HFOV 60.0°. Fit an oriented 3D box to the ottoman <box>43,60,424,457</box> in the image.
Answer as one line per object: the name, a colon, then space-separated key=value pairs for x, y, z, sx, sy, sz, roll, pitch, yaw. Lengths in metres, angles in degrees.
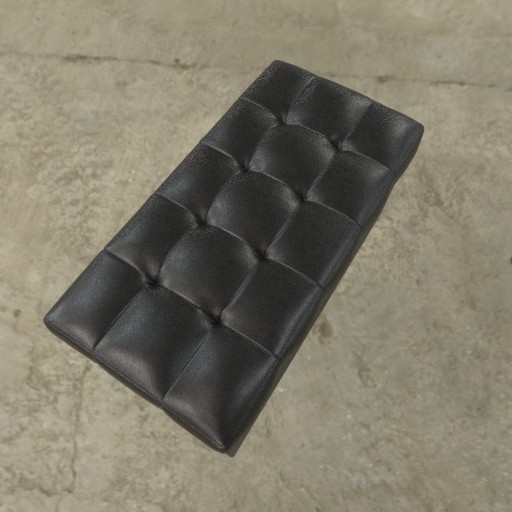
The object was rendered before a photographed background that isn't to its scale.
ottoman: x=0.000 y=0.000 z=1.102 sx=0.432 sy=0.470 sz=0.838 roll=30 pitch=67 yaw=14
